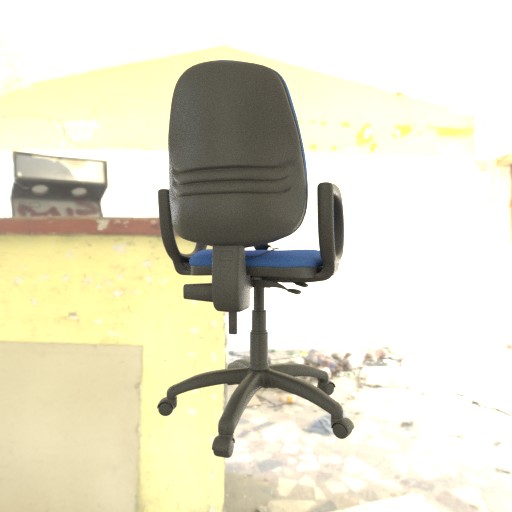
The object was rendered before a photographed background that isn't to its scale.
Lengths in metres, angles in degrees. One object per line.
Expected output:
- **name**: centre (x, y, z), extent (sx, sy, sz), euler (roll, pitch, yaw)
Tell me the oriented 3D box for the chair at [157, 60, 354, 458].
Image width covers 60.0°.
- **chair**: centre (0.000, 0.000, 1.239), extent (0.552, 0.905, 0.549), euler (0, 2, 17)
